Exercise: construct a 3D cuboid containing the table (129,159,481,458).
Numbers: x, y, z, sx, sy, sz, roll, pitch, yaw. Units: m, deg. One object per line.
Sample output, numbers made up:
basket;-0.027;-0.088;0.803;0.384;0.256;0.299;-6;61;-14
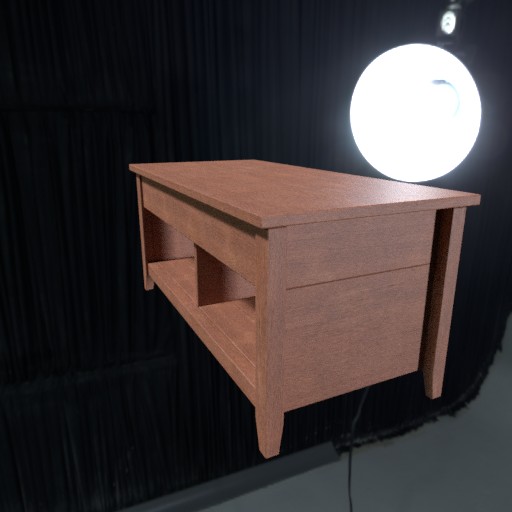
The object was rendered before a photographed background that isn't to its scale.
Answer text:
table;0.000;0.000;1.266;0.483;0.457;1.016;-8;18;-25
